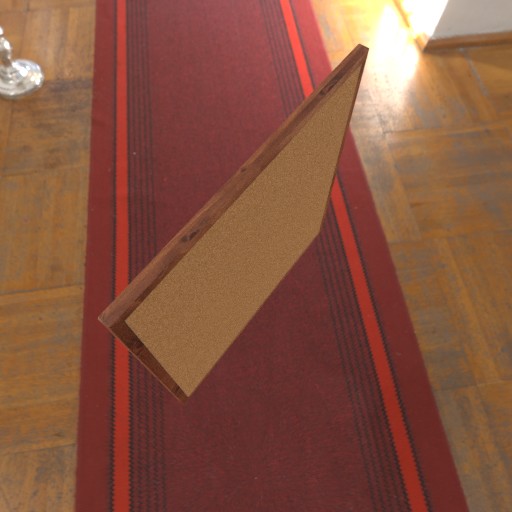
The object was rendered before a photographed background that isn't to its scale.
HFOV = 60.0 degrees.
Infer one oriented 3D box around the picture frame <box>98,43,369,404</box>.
[{"bbox_3d":[0.000,0.000,1.214,0.029,0.817,0.810,34,68,16],"label":"picture frame"}]
